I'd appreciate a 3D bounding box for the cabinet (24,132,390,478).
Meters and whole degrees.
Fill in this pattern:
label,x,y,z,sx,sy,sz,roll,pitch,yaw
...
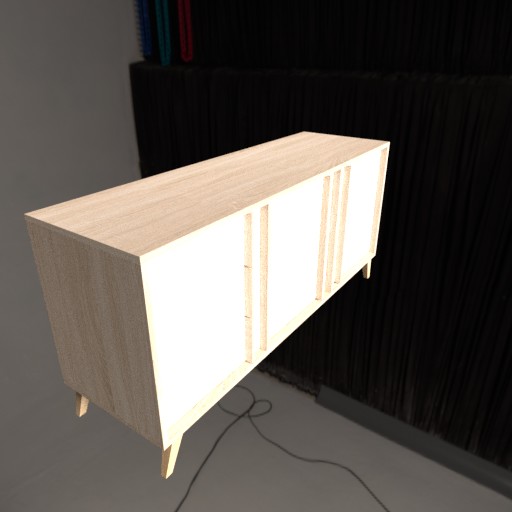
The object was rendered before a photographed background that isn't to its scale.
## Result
label,x,y,z,sx,sy,sz,roll,pitch,yaw
cabinet,0.000,0.000,1.944,0.500,0.780,1.649,17,30,31
